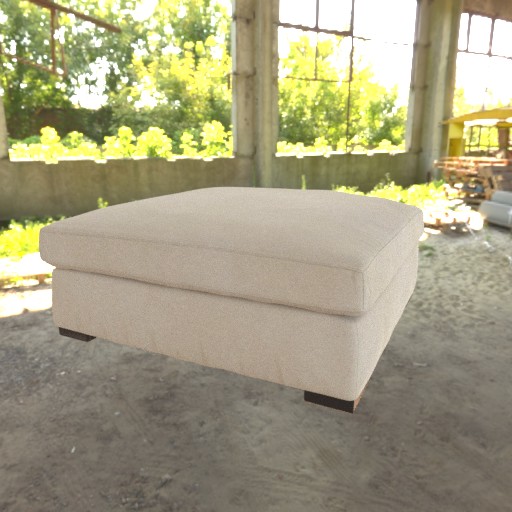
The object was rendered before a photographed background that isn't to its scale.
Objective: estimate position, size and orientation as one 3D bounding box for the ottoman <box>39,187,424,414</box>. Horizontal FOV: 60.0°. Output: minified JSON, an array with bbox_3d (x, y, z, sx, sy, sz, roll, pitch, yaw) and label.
[{"bbox_3d":[0.000,0.000,1.870,1.205,0.522,1.190,7,16,26],"label":"ottoman"}]
